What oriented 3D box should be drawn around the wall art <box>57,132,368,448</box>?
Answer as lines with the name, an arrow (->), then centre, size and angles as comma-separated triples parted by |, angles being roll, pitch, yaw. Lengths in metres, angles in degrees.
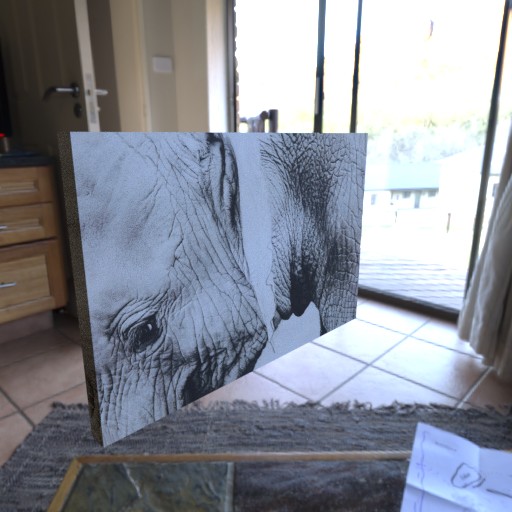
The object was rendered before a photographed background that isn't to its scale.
wall art -> 0.000, 0.000, 0.760 | 0.035, 0.407, 0.613 | 15, 21, 43
